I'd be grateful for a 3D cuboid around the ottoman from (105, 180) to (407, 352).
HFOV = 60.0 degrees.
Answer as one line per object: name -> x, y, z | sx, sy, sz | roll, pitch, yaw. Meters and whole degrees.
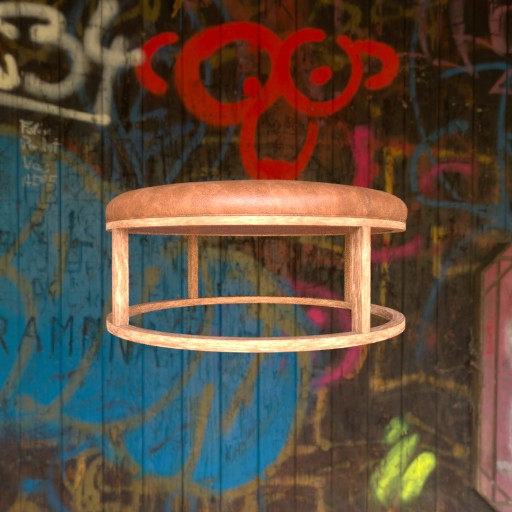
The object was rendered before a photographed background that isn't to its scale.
ottoman -> 0.000, 0.000, 1.557 | 1.006, 0.445, 1.006 | 0, 1, 0
